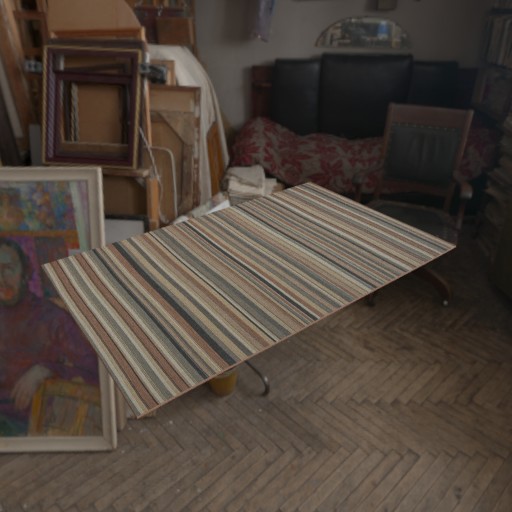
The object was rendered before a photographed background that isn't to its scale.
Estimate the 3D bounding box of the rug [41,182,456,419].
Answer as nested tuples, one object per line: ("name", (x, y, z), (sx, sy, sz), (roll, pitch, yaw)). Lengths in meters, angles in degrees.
("rug", (0.000, 0.000, 3.050), (2.438, 0.014, 1.523), (-21, 37, -31))
